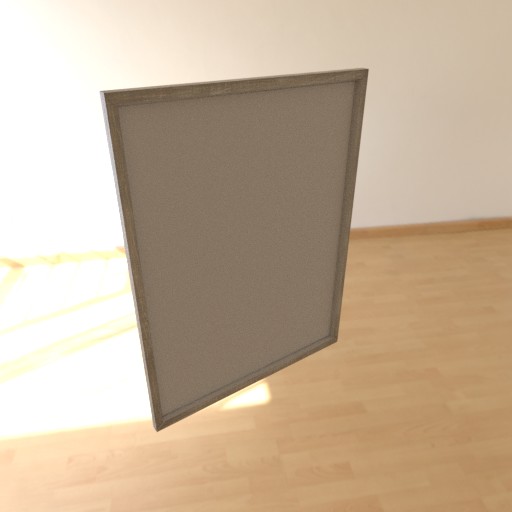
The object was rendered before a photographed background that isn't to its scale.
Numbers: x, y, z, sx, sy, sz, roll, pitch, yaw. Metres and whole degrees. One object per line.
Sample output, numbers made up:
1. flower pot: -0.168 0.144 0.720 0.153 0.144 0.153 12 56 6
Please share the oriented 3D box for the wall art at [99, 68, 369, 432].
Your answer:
1. wall art: 0.000 0.000 1.361 0.781 1.022 0.035 -18 34 -30
